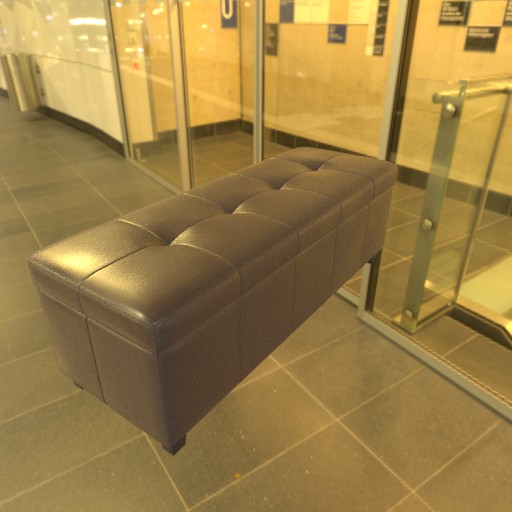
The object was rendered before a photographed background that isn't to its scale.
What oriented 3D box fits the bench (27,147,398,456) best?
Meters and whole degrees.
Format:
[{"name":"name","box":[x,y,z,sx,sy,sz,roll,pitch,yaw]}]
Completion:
[{"name":"bench","box":[0.000,0.000,1.414,0.450,0.417,1.219,19,34,31]}]
